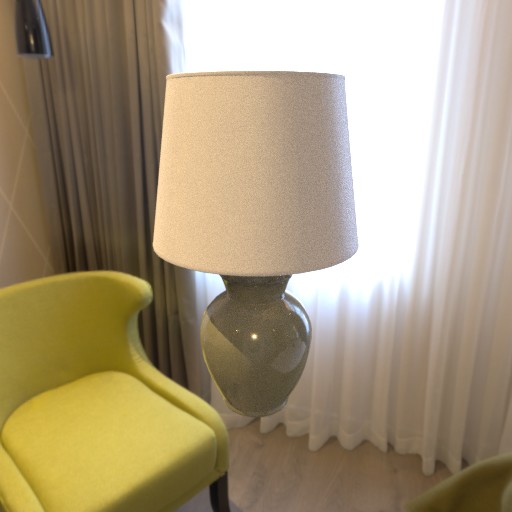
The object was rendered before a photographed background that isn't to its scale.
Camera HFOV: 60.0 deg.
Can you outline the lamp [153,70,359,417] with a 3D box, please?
[{"bbox_3d":[0.000,0.000,0.534,0.239,0.399,0.239,0,18,0],"label":"lamp"}]
